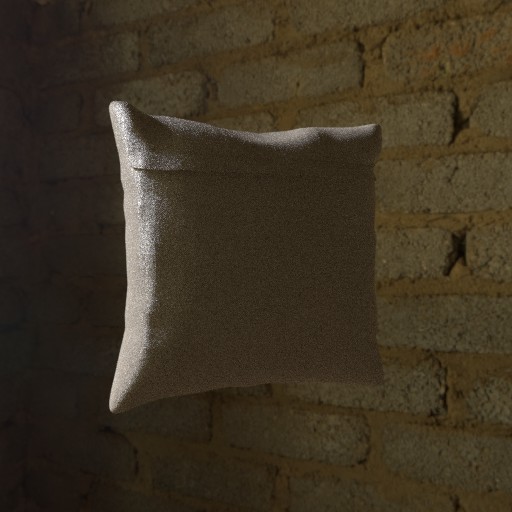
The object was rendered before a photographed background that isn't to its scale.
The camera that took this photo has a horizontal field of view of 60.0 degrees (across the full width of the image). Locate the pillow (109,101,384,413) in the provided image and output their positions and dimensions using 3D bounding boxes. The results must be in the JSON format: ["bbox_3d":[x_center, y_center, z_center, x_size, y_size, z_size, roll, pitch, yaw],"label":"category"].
[{"bbox_3d":[0.000,0.000,0.770,0.484,0.490,0.234,0,0,-17],"label":"pillow"}]
